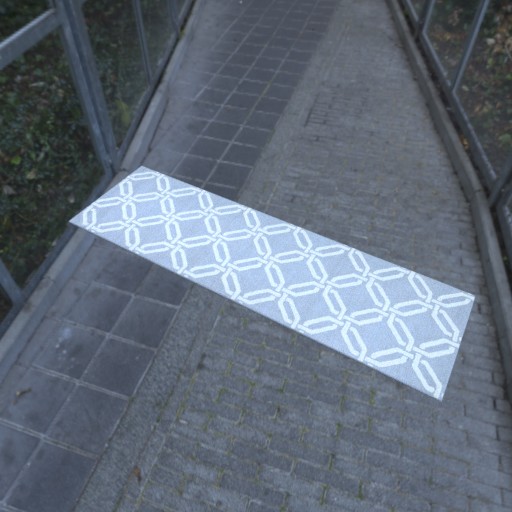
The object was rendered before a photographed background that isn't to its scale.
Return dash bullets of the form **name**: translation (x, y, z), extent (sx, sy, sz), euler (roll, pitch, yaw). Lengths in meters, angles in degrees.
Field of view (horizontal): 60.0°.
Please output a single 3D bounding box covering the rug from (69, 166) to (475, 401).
- **rug**: translation (0.000, 0.000, 2.523), extent (2.276, 0.014, 0.678), euler (23, 51, 21)
